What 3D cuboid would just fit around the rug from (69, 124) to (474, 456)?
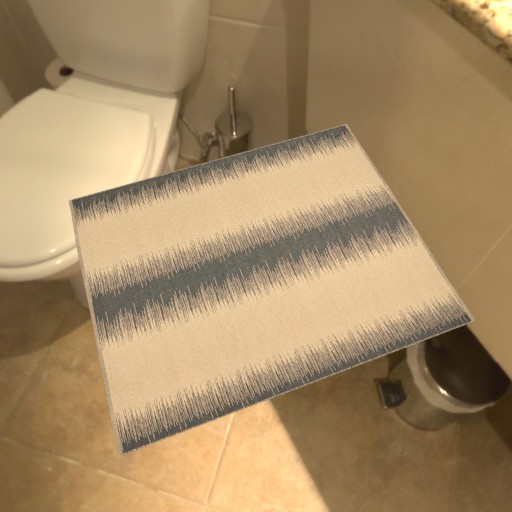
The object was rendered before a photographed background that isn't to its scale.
[{"bbox_3d":[0.000,0.000,4.037,3.037,0.004,2.453,-18,62,-10],"label":"rug"}]
